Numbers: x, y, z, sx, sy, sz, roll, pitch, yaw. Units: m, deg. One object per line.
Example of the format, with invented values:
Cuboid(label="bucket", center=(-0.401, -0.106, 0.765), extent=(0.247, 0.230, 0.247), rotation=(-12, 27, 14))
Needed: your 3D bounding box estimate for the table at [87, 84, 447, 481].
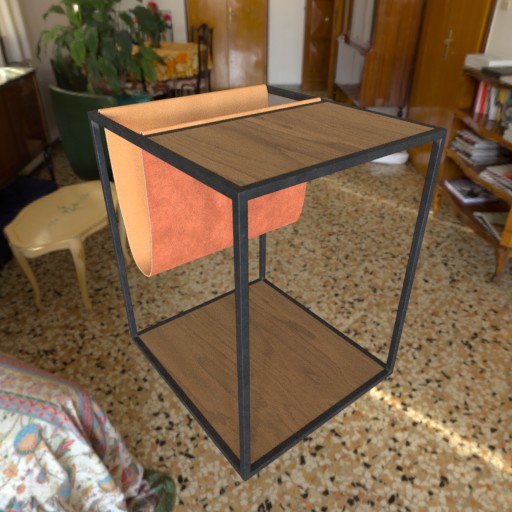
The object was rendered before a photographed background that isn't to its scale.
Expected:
Cuboid(label="table", center=(0.000, 0.000, 0.867), extent=(0.399, 0.536, 0.450), rotation=(-22, 38, -32))
